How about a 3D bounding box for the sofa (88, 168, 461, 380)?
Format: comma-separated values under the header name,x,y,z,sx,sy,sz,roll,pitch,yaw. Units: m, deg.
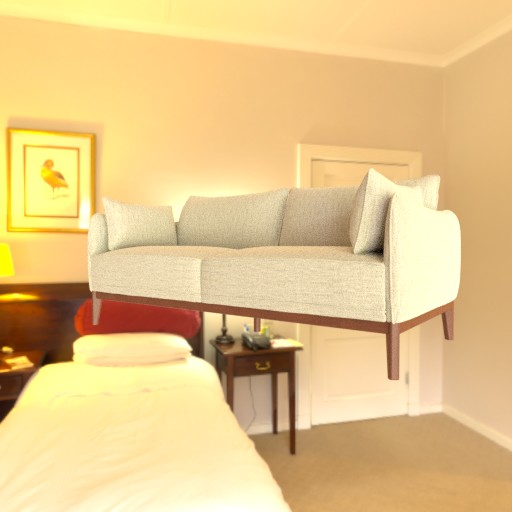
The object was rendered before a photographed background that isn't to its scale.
name,x,y,z,sx,sy,sz,roll,pitch,yaw
sofa,0.000,0.000,2.508,1.989,0.860,0.991,1,2,36
